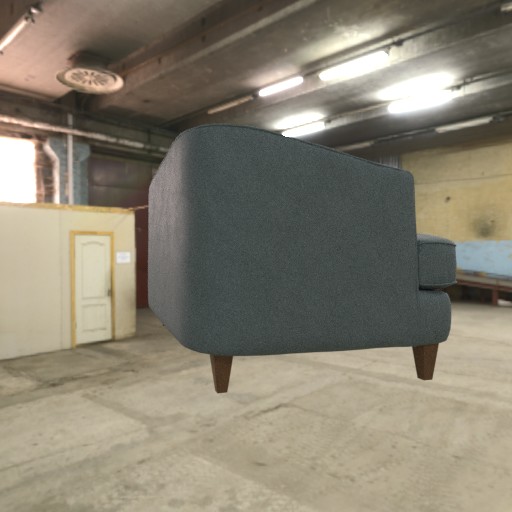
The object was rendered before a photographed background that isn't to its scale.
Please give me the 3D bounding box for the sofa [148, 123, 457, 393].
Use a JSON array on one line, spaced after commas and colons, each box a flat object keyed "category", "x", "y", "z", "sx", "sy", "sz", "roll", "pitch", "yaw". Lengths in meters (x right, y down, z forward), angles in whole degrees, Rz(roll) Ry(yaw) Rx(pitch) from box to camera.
[{"category": "sofa", "x": 0.000, "y": 0.000, "z": 2.174, "sx": 0.941, "sy": 0.855, "sz": 1.733, "roll": 0, "pitch": 0, "yaw": -18}]
